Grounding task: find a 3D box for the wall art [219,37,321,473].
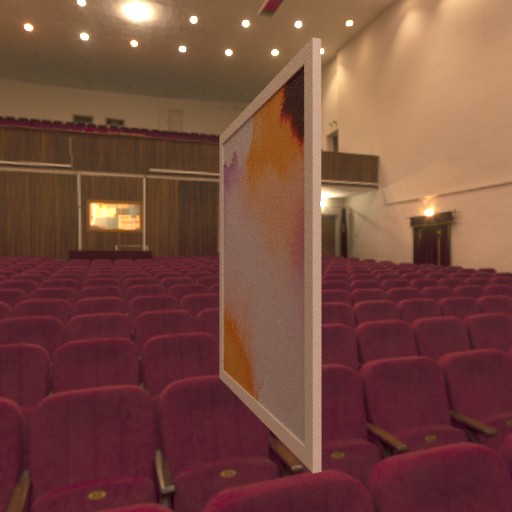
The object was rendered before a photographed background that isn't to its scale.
[{"bbox_3d":[0.000,0.000,0.795,0.012,0.557,0.482,0,0,-19],"label":"wall art"}]
